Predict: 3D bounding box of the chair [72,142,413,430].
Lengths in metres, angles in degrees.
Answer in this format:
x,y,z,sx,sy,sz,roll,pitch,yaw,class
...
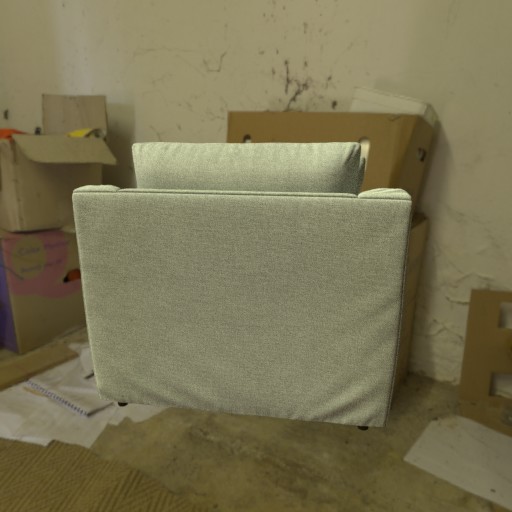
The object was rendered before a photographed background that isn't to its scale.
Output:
x,y,z,sx,sy,sz,roll,pitch,yaw,class
0.000,0.000,2.070,1.194,1.059,1.071,3,17,8,chair
